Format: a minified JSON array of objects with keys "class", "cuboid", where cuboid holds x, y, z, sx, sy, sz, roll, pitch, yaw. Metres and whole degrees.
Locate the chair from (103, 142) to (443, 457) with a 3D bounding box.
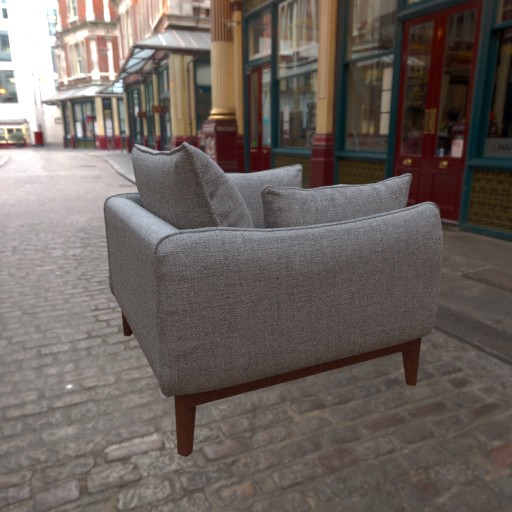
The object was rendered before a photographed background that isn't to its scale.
[{"class":"chair","cuboid":[0.000,0.000,1.682,0.976,0.839,0.993,-7,16,-25]}]
